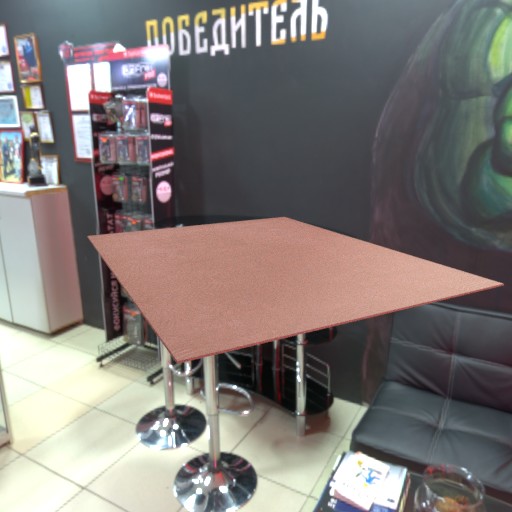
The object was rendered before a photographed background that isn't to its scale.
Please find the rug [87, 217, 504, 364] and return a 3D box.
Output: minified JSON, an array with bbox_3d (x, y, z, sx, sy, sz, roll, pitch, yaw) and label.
[{"bbox_3d":[0.000,0.000,3.345,2.073,0.011,2.584,-8,17,-27],"label":"rug"}]
